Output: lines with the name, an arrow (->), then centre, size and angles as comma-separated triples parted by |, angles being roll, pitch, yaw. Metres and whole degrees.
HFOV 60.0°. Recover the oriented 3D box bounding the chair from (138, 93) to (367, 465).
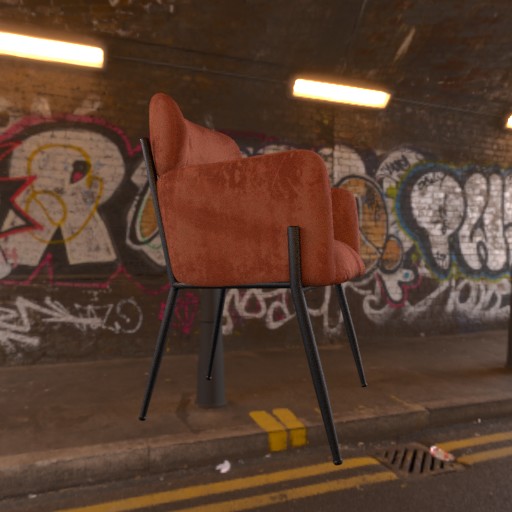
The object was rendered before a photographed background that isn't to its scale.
chair -> 0.000, 0.000, 1.144 | 0.523, 0.772, 0.561 | 0, 0, 19
